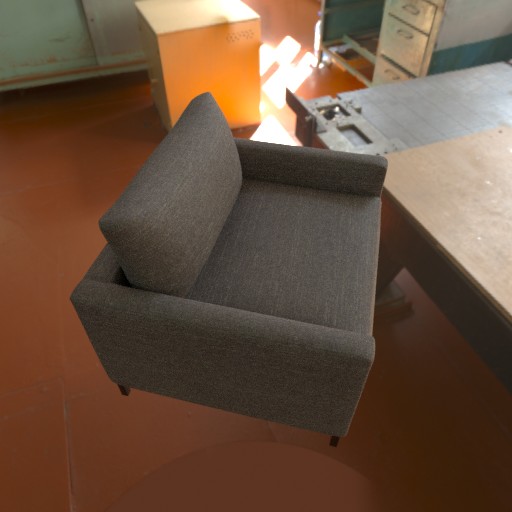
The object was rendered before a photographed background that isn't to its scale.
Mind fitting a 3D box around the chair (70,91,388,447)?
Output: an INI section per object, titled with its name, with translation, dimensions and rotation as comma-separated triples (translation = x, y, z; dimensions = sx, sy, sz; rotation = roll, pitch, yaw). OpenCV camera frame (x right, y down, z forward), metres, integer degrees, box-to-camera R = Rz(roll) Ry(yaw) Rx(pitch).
[chair]
translation = 0.000, 0.000, 1.577
dimensions = 0.845, 0.841, 0.940
rotation = 10, 47, 10
